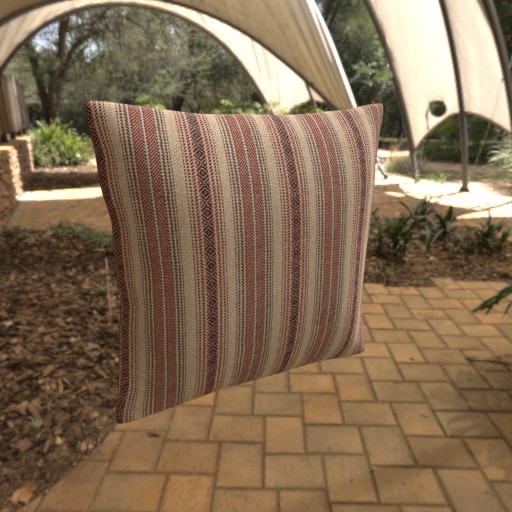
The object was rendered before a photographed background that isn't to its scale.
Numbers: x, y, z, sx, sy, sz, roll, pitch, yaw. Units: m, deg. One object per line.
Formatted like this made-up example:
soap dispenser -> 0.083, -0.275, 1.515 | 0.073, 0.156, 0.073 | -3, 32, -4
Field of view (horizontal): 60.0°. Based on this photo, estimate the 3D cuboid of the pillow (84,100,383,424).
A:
pillow -> 0.000, 0.000, 0.757 | 0.513, 0.497, 0.166 | -9, 20, -25
